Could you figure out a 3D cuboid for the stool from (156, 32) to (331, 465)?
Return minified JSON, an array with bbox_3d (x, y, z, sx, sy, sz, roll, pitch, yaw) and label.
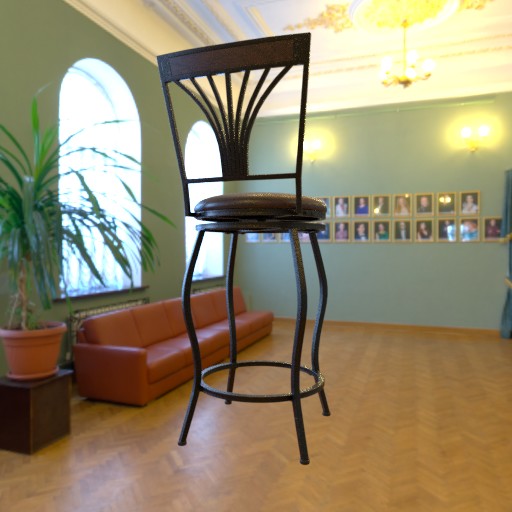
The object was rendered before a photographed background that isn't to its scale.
[{"bbox_3d":[0.000,0.000,1.384,0.433,1.117,0.514,0,1,18],"label":"stool"}]
